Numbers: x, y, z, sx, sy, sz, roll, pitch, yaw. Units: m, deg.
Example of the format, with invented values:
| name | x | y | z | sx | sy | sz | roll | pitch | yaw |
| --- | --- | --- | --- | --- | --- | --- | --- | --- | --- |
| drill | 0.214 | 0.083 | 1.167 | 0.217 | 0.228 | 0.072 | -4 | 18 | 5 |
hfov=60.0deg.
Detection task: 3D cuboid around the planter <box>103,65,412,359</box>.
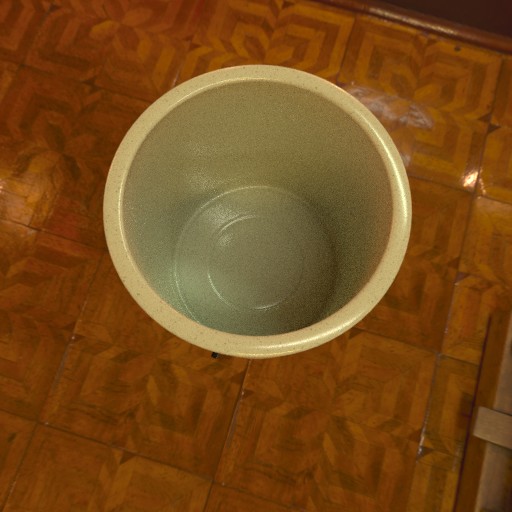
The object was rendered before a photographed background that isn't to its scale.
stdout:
| name | x | y | z | sx | sy | sz | roll | pitch | yaw |
| --- | --- | --- | --- | --- | --- | --- | --- | --- | --- |
| planter | 0.000 | 0.000 | 0.678 | 0.314 | 0.475 | 0.323 | 19 | 78 | 4 |
